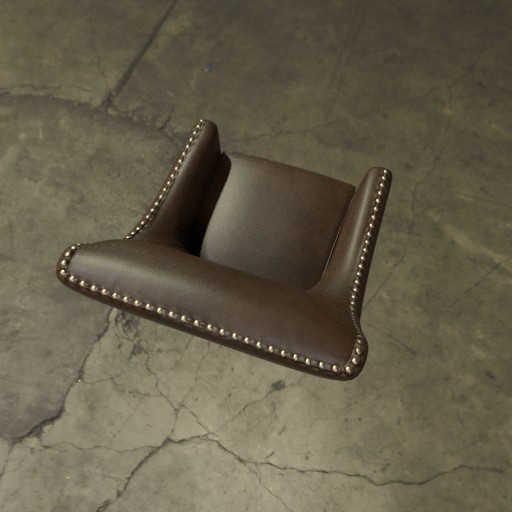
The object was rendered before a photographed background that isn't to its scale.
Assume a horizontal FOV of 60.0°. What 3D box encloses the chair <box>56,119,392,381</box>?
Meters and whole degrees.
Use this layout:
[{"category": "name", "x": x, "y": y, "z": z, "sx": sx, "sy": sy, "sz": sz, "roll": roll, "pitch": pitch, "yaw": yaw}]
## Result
[{"category": "chair", "x": 0.000, "y": 0.000, "z": 1.312, "sx": 0.639, "sy": 0.813, "sz": 0.704, "roll": 17, "pitch": 66, "yaw": 8}]
